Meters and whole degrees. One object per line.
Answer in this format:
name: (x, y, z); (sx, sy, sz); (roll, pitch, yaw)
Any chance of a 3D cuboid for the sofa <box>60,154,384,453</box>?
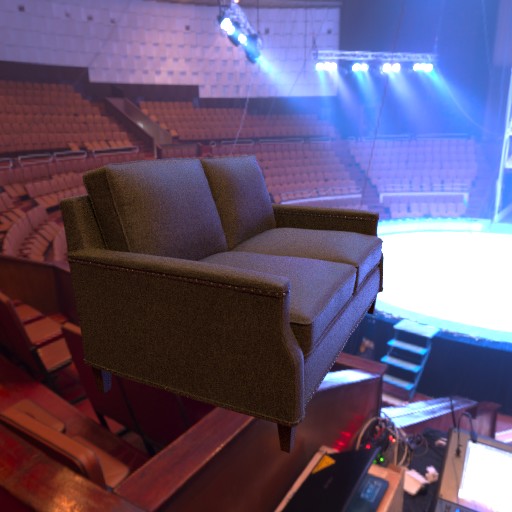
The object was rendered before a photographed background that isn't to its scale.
sofa: (0.000, 0.000, 2.315); (1.084, 1.003, 1.597); (7, 17, 25)
